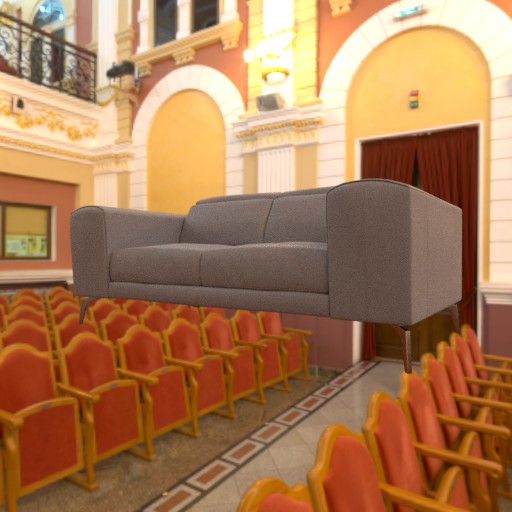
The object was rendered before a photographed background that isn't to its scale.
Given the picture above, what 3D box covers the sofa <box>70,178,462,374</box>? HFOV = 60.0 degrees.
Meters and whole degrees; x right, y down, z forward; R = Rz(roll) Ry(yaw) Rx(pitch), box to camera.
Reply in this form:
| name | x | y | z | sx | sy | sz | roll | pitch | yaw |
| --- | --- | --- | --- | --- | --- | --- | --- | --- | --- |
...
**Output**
| name | x | y | z | sx | sy | sz | roll | pitch | yaw |
| --- | --- | --- | --- | --- | --- | --- | --- | --- | --- |
| sofa | 0.000 | 0.000 | 2.364 | 1.895 | 0.779 | 1.003 | 0 | 1 | 34 |
